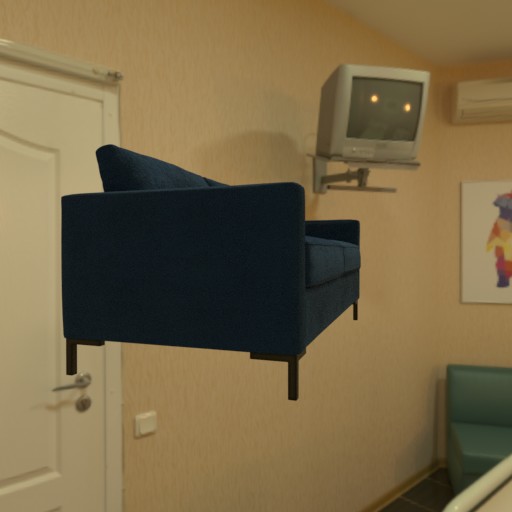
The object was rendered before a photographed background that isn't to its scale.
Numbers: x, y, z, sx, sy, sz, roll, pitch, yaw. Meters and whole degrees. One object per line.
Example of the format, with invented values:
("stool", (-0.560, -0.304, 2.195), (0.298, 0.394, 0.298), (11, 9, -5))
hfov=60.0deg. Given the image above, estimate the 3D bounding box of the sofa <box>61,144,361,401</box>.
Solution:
("sofa", (0.000, 0.000, 2.160), (0.875, 0.817, 1.676), (0, 1, 19))
